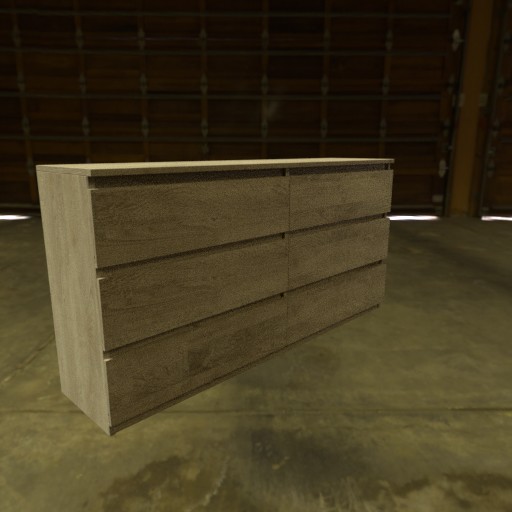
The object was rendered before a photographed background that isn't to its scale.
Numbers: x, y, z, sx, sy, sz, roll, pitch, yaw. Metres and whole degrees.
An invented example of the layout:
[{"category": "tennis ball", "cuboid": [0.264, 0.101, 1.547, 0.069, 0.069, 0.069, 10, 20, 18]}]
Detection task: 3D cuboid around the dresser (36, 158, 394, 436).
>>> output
[{"category": "dresser", "cuboid": [0.000, 0.000, 1.906, 0.390, 0.795, 1.590, 13, 19, 43]}]
